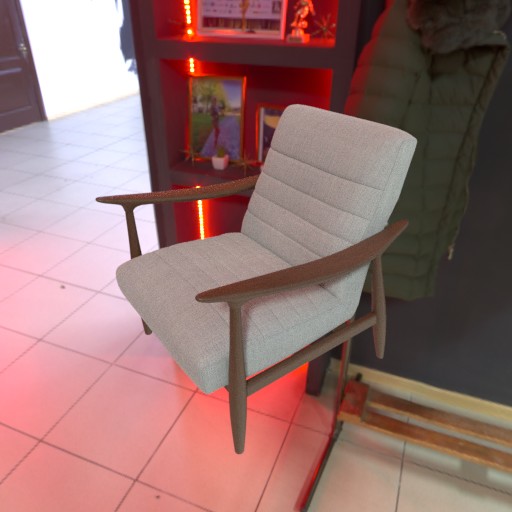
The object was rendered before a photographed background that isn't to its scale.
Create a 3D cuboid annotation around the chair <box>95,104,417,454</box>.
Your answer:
[{"bbox_3d":[0.000,0.000,1.489,0.798,0.832,0.741,-20,36,-30],"label":"chair"}]
